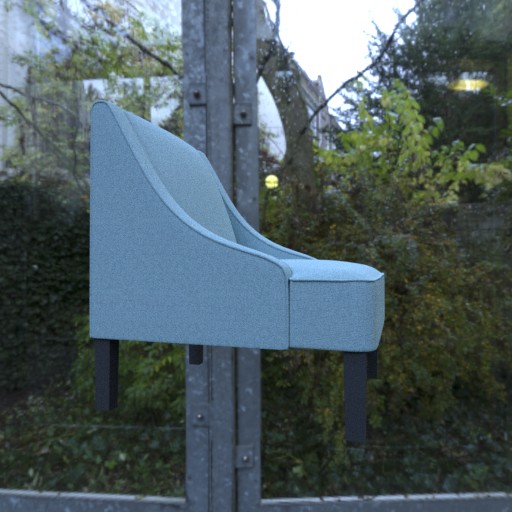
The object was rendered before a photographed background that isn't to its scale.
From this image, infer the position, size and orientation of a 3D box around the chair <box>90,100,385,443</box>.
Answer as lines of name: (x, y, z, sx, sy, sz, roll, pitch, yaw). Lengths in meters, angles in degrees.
chair: (0.000, 0.000, 1.865, 1.025, 1.133, 0.857, 0, -1, 18)
